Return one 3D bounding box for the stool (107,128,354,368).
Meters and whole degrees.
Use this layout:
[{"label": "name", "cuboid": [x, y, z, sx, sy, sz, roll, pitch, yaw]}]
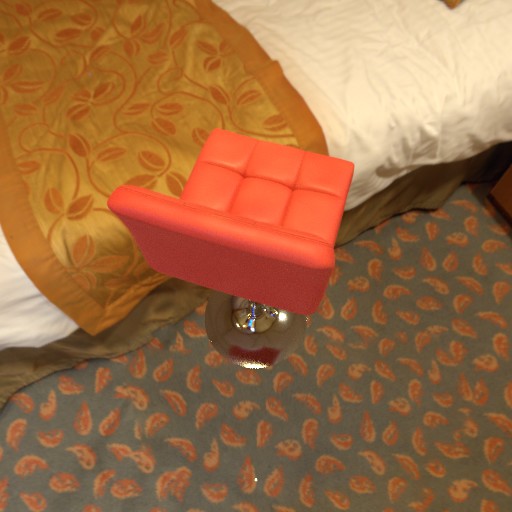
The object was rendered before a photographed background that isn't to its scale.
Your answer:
[{"label": "stool", "cuboid": [0.000, 0.000, 1.339, 0.430, 1.115, 0.505, 16, 64, 8]}]
